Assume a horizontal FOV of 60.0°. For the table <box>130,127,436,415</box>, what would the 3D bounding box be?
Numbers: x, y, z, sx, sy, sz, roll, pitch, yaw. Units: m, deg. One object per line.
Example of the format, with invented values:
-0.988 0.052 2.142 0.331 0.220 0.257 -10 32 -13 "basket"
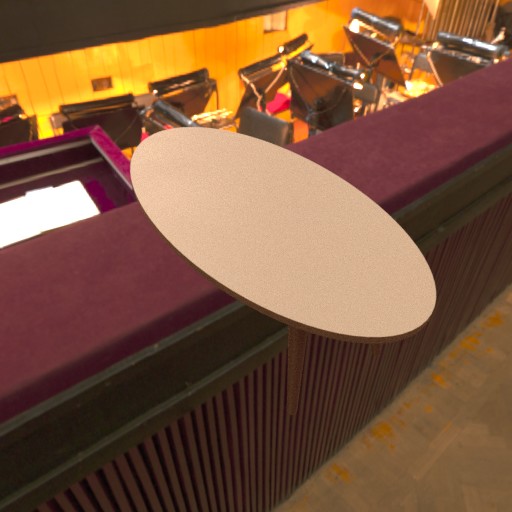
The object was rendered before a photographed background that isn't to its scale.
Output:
0.000 0.000 1.319 0.542 0.390 1.083 -25 46 -27 "table"
